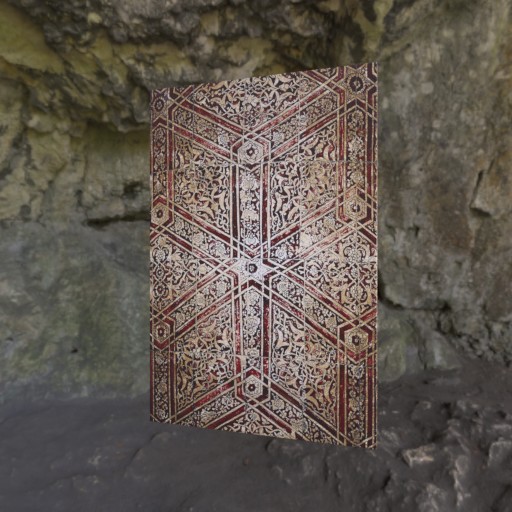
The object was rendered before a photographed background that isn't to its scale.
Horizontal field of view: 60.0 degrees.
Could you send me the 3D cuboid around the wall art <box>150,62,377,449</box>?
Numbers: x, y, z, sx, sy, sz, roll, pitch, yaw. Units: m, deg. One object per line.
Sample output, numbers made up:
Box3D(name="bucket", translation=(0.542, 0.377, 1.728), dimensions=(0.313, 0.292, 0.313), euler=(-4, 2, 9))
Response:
Box3D(name="wall art", translation=(0.000, 0.000, 0.753), dimensions=(0.397, 0.599, 0.020), euler=(0, 0, 17))
